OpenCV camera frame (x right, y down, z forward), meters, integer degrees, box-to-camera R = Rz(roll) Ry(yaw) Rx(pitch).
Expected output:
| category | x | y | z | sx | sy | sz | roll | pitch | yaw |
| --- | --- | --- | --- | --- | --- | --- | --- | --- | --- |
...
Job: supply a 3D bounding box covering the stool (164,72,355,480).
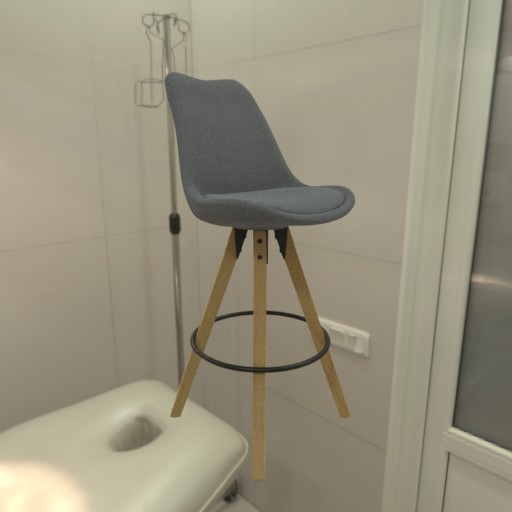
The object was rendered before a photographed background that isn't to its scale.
| category | x | y | z | sx | sy | sz | roll | pitch | yaw |
| --- | --- | --- | --- | --- | --- | --- | --- | --- | --- |
| stool | 0.000 | 0.000 | 1.401 | 0.485 | 1.115 | 0.550 | -13 | 19 | -43 |
